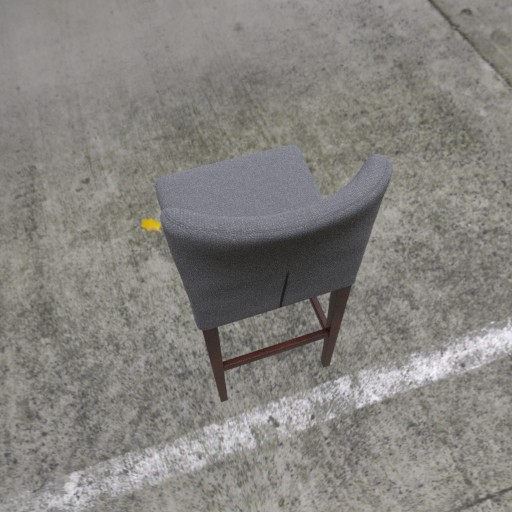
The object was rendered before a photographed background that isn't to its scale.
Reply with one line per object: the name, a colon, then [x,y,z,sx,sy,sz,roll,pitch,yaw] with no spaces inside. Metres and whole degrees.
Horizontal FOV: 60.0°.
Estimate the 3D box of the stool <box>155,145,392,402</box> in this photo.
stool: [0.000,0.000,1.369,0.486,1.069,0.568,-16,60,-10]
